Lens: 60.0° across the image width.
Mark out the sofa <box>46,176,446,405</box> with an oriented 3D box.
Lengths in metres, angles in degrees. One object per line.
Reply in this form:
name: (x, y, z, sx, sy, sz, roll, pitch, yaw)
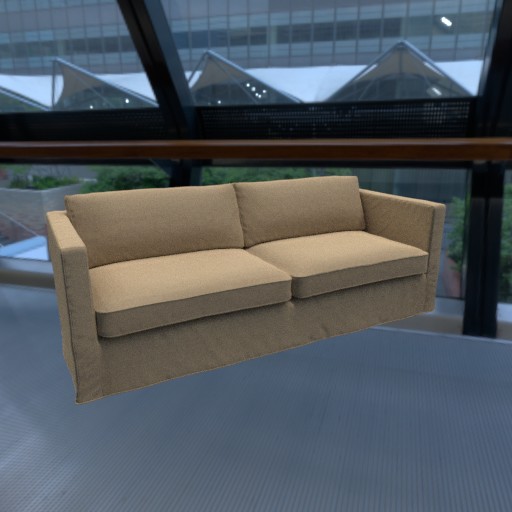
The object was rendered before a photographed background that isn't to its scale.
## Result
sofa: (0.000, 0.000, 2.765, 2.312, 0.853, 0.962, -8, 18, -27)
